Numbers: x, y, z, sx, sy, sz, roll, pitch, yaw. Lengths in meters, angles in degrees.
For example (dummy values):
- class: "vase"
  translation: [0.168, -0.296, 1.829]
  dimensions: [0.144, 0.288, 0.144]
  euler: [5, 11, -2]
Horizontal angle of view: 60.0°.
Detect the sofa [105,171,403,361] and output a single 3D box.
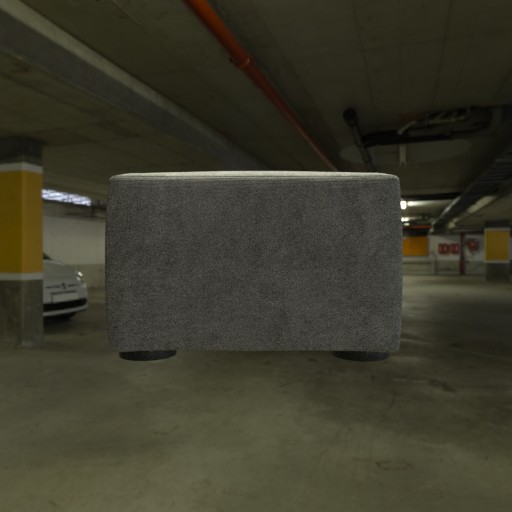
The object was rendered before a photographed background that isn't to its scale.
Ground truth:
- class: "sofa"
  translation: [0.000, 0.000, 1.148]
  dimensions: [0.480, 0.330, 0.930]
  euler: [0, 0, 1]
